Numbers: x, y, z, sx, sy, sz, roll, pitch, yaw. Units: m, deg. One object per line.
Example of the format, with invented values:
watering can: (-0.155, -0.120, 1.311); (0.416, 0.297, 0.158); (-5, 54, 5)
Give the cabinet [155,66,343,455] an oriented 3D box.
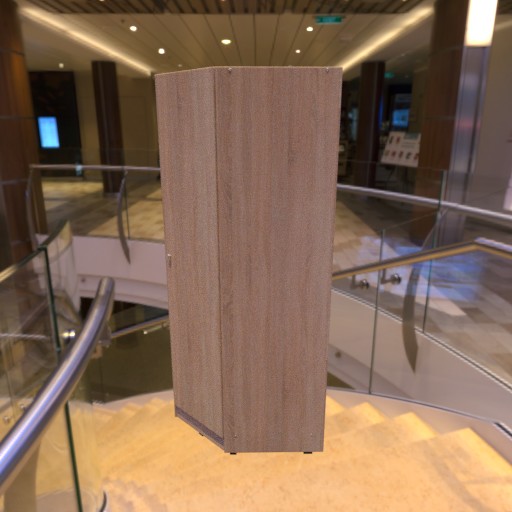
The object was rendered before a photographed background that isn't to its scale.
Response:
cabinet: (0.000, 0.000, 2.848); (1.327, 2.120, 1.094); (15, 22, 42)
